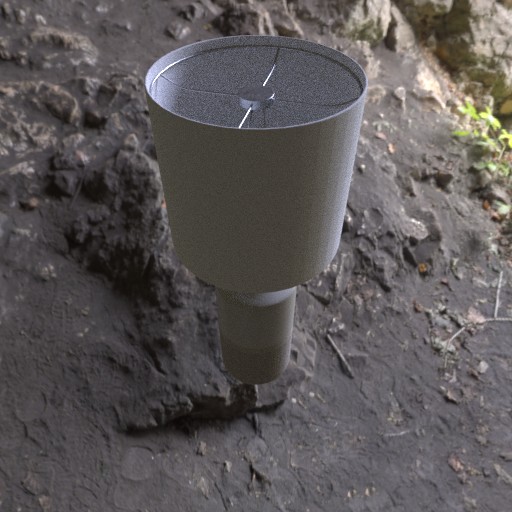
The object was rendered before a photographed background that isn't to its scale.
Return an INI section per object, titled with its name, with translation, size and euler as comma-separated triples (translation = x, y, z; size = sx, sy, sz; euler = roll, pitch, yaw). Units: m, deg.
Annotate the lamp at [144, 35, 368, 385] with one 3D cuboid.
[lamp]
translation = 0.000, 0.000, 0.599
size = 0.212, 0.493, 0.212
euler = 11, 46, 10
